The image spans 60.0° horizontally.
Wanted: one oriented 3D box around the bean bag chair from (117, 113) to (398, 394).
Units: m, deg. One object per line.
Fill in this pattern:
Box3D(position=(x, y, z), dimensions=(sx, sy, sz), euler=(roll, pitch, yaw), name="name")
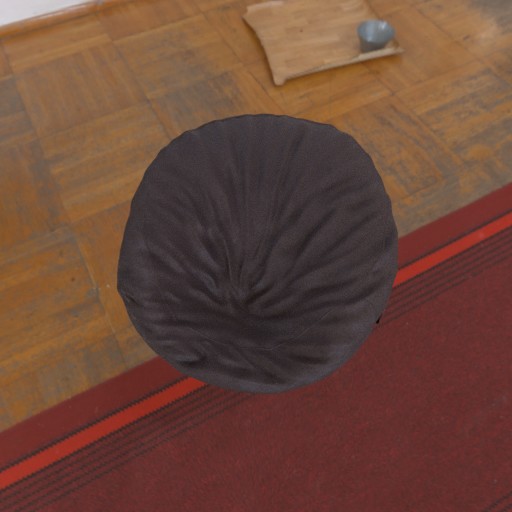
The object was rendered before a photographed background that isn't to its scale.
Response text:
Box3D(position=(0.000, 0.000, 2.076), dimensions=(1.245, 0.821, 1.245), euler=(0, 59, 0), name="bean bag chair")
